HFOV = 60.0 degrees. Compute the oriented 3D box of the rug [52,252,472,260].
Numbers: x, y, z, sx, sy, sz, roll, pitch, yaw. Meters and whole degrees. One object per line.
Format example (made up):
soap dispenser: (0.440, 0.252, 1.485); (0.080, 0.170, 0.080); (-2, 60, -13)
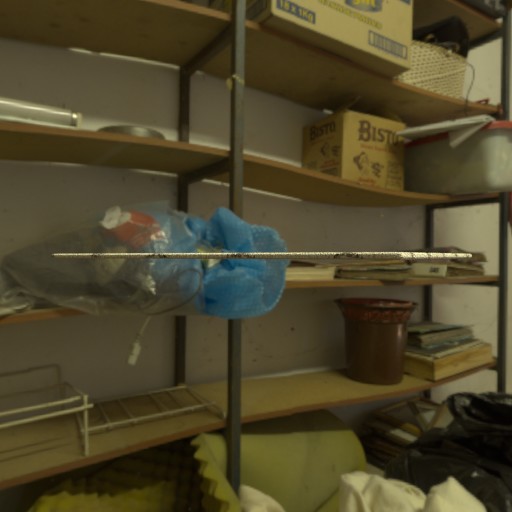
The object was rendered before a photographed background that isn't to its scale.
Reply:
rug: (0.000, 0.000, 3.017); (2.438, 0.030, 1.524); (0, 0, 35)
